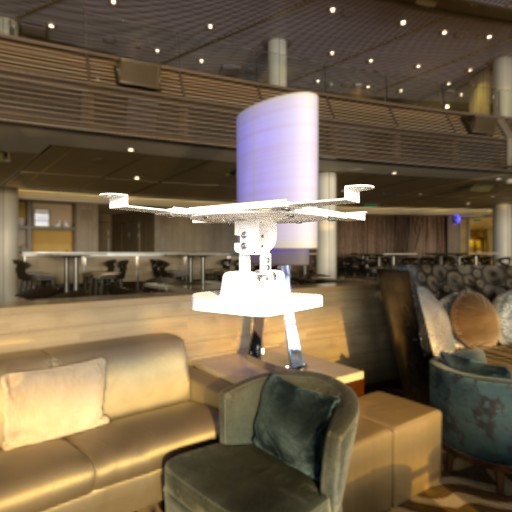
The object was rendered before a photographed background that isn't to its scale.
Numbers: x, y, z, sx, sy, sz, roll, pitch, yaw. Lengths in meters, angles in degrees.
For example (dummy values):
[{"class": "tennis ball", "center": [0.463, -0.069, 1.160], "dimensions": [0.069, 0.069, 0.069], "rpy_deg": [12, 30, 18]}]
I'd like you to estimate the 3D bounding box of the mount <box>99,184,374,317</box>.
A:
[{"class": "mount", "center": [0.000, 0.000, 0.614], "dimensions": [0.394, 0.141, 0.394], "rpy_deg": [0, 0, 37]}]
